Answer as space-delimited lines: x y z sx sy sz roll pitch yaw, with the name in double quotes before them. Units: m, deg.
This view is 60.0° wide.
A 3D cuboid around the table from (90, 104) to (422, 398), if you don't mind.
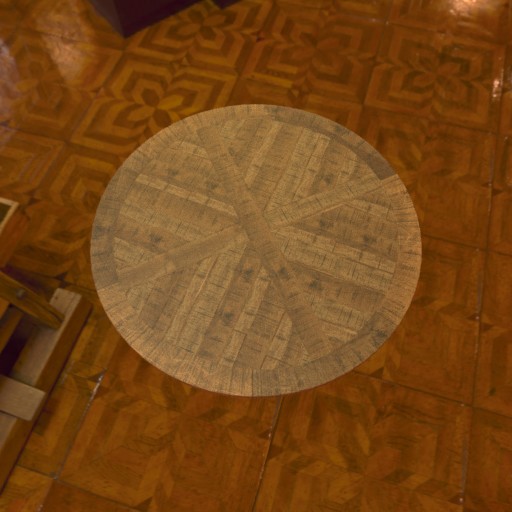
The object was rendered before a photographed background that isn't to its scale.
"table" 0.000 0.000 1.939 1.264 0.516 1.264 0 64 0
